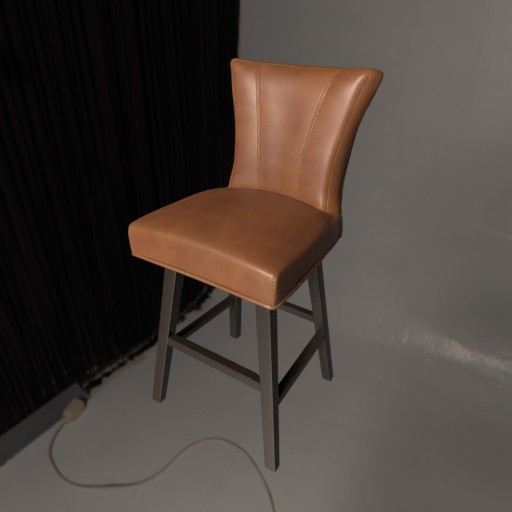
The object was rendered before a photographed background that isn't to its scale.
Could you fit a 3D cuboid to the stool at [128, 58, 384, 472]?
[{"bbox_3d":[0.000,0.000,1.412,0.522,1.094,0.585,18,35,29],"label":"stool"}]
